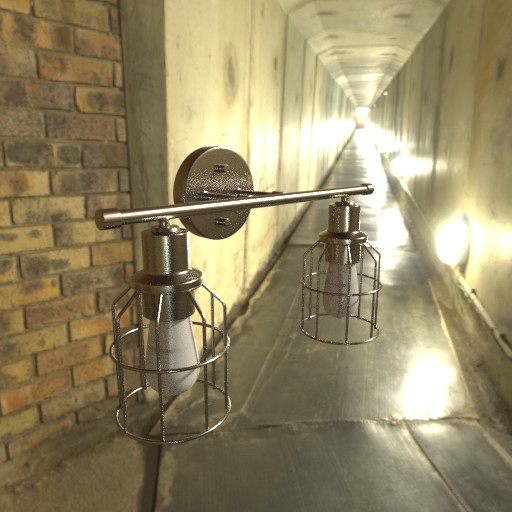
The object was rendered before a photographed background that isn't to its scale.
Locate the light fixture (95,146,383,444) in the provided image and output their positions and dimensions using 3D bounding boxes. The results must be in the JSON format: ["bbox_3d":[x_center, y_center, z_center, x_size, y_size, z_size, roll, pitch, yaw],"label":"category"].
[{"bbox_3d":[0.000,0.000,0.526,0.165,0.254,0.406,13,19,43],"label":"light fixture"}]
